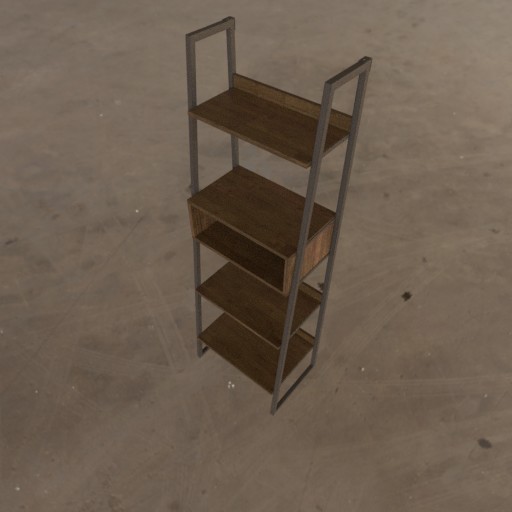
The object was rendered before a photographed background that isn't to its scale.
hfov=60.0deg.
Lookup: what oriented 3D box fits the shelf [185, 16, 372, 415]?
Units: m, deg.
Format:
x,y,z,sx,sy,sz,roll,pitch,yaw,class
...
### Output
x,y,z,sx,sy,sz,roll,pitch,yaw,class
0.000,0.000,2.243,0.652,2.005,0.454,31,53,27,shelf
